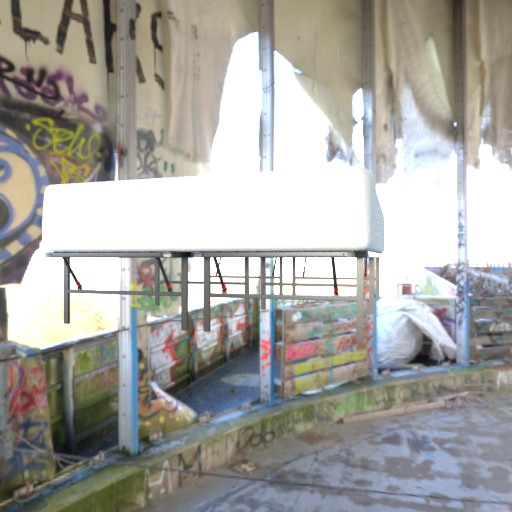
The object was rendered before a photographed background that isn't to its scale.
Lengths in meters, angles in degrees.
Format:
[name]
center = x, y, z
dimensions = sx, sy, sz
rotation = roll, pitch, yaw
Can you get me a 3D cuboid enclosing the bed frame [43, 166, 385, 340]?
[bed frame]
center = 0.000, 0.000, 2.823
dimensions = 1.528, 0.677, 2.037
rotation = 0, 0, 18
